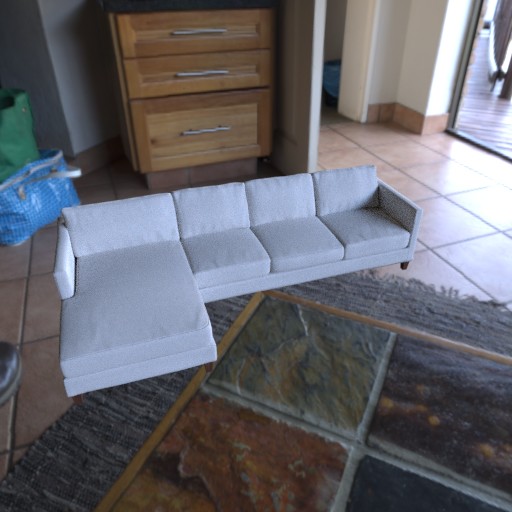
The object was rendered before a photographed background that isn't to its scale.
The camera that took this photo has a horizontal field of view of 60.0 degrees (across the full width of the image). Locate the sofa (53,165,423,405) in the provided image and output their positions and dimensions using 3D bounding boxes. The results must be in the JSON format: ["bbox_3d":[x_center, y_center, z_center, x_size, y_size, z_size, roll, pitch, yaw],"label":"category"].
[{"bbox_3d":[0.000,0.000,3.840,3.186,0.861,1.625,-10,34,-16],"label":"sofa"}]
